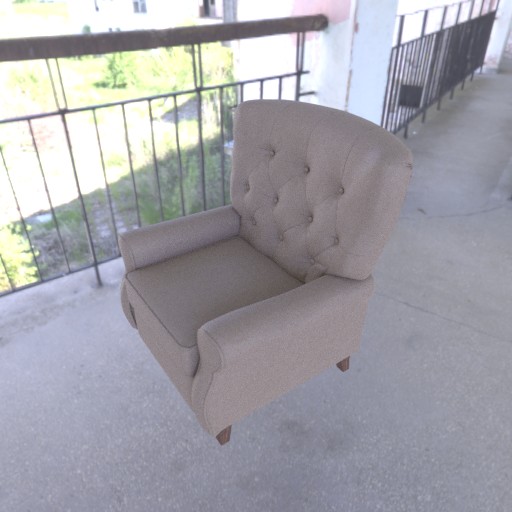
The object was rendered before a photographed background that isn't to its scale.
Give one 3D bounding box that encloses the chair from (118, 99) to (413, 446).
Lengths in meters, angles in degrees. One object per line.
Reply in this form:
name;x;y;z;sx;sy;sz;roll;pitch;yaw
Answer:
chair;0.000;0.000;1.942;1.041;1.138;0.999;-21;38;-29
